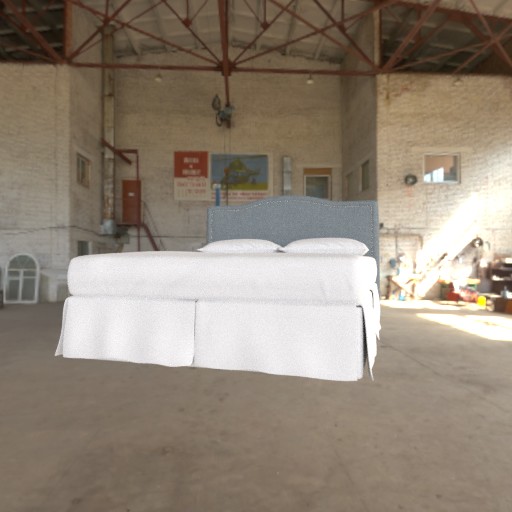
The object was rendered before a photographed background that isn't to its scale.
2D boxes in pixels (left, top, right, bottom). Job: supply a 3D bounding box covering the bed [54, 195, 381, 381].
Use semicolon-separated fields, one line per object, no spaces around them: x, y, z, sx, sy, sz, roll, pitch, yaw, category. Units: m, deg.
0.000;0.000;4.023;2.161;1.457;2.689;0;-1;17;bed
